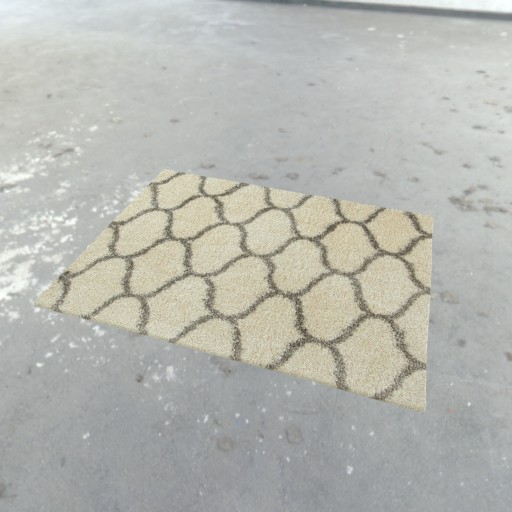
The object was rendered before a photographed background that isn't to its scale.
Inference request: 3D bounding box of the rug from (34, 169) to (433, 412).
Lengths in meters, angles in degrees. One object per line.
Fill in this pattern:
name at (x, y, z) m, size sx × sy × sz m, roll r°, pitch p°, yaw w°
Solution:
rug at (0.000, 0.000, 2.123) m, size 1.600 × 0.025 × 1.200 m, roll 12°, pitch 42°, yaw 14°
